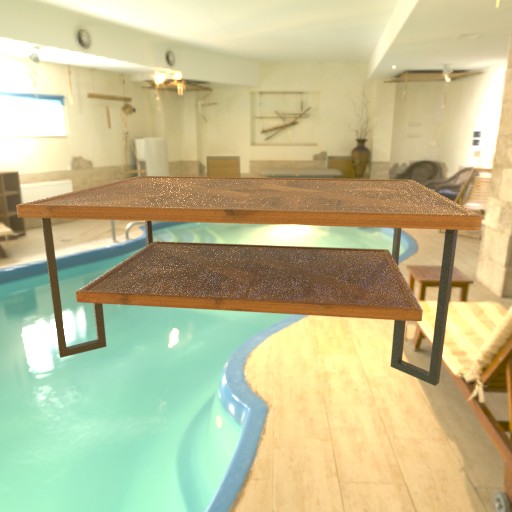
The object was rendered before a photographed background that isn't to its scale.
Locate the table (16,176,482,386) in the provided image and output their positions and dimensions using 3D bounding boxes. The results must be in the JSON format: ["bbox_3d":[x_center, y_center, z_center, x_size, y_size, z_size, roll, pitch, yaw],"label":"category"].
[{"bbox_3d":[0.000,0.000,1.643,1.238,0.492,0.877,2,16,8],"label":"table"}]
